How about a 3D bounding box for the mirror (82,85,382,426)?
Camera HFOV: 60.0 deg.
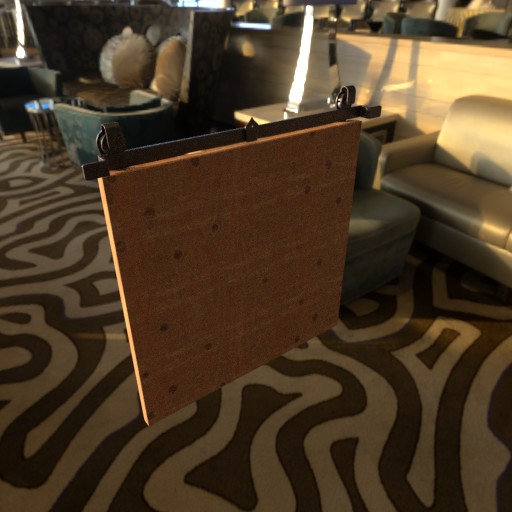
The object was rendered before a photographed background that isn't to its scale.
[{"bbox_3d":[0.000,0.000,1.187,0.805,0.800,0.054,-21,37,-30],"label":"mirror"}]
